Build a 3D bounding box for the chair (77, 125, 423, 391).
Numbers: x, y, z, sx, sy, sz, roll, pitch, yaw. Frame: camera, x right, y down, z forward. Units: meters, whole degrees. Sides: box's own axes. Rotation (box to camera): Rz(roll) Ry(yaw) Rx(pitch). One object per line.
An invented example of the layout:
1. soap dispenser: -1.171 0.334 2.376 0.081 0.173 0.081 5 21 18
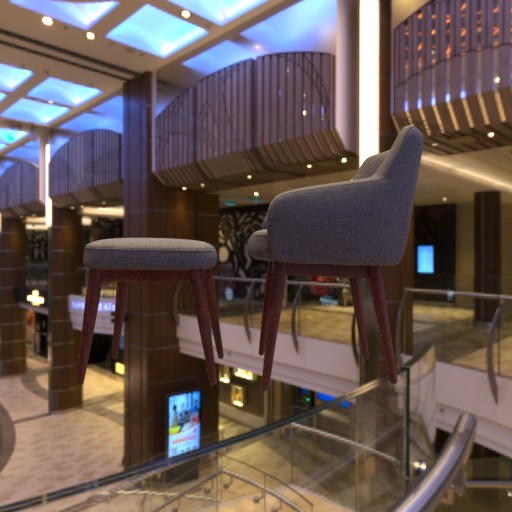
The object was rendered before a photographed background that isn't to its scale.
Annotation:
1. chair: 0.000 0.000 1.544 1.107 0.799 0.584 0 0 -1
